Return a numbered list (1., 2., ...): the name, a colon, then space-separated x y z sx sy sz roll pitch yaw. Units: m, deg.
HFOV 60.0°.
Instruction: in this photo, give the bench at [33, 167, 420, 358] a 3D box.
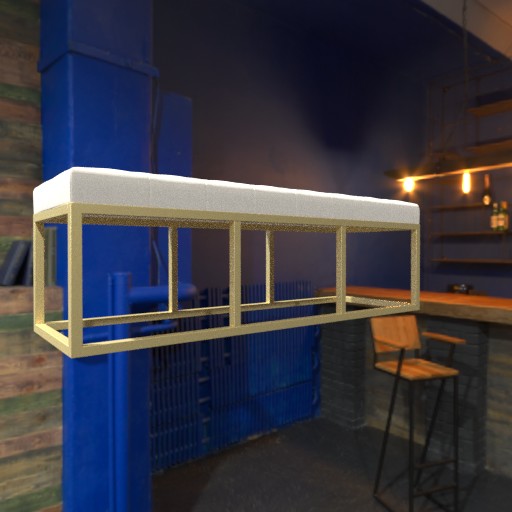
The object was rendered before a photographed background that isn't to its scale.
1. bench: 0.000 0.000 1.699 1.473 0.484 0.457 -1 1 -37
